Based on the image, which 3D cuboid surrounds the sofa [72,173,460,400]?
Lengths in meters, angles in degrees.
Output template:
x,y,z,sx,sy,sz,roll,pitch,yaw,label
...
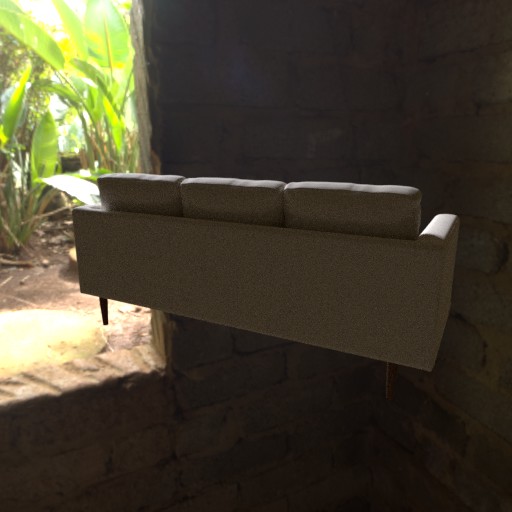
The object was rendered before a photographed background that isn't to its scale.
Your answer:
x,y,z,sx,sy,sz,roll,pitch,yaw,label
0.000,0.000,2.515,2.029,0.912,0.802,8,17,27,sofa
